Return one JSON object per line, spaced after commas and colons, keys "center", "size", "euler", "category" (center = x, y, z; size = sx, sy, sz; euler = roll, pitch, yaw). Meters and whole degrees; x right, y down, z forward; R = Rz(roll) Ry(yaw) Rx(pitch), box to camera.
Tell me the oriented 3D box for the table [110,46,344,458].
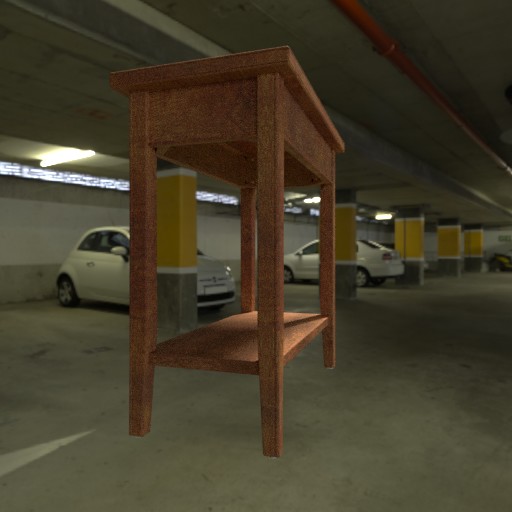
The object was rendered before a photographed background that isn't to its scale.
{"center": [0.000, 0.000, 0.974], "size": [0.305, 0.610, 0.610], "euler": [0, 1, 19], "category": "table"}
